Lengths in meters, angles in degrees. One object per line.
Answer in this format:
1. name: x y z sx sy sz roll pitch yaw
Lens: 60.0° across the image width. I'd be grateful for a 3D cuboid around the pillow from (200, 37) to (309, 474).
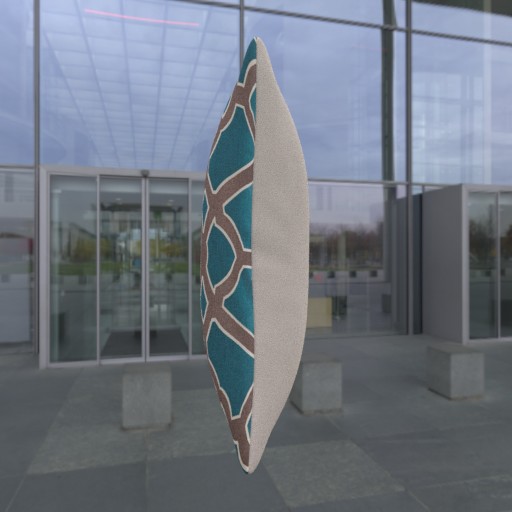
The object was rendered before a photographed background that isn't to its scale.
1. pillow: 0.000 0.000 0.772 0.166 0.507 0.526 0 0 1
